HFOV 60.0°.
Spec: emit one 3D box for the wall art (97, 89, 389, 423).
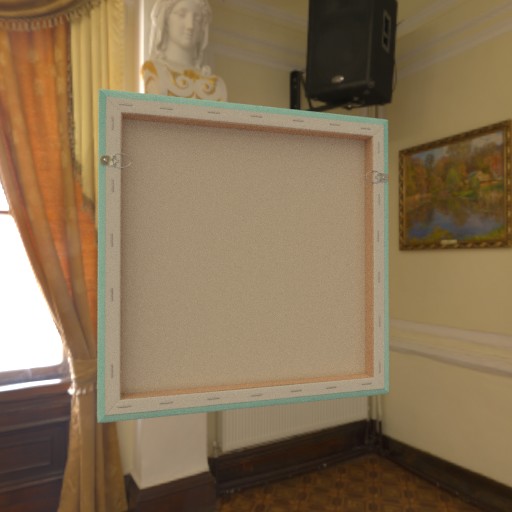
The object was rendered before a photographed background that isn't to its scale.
[{"bbox_3d":[0.000,0.000,1.596,1.071,1.073,0.070,0,-1,-17],"label":"wall art"}]
